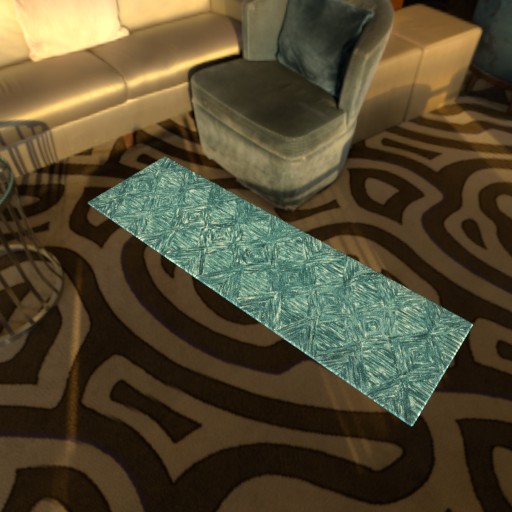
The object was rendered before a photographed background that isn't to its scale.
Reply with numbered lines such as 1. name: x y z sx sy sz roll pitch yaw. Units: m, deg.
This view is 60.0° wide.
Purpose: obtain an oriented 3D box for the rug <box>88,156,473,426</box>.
1. rug: 0.000 0.000 2.557 2.286 0.016 0.676 31 54 26
